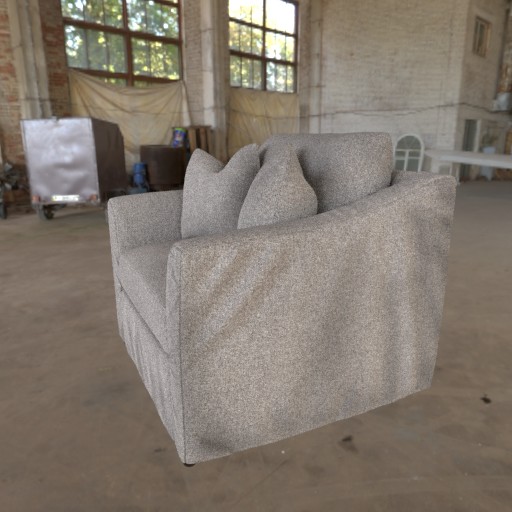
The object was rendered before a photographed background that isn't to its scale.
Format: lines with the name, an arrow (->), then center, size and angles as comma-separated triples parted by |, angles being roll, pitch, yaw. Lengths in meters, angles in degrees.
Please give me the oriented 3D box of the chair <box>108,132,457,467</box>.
chair -> 0.000, 0.000, 1.954 | 1.071, 1.059, 1.194 | -7, 16, -26
